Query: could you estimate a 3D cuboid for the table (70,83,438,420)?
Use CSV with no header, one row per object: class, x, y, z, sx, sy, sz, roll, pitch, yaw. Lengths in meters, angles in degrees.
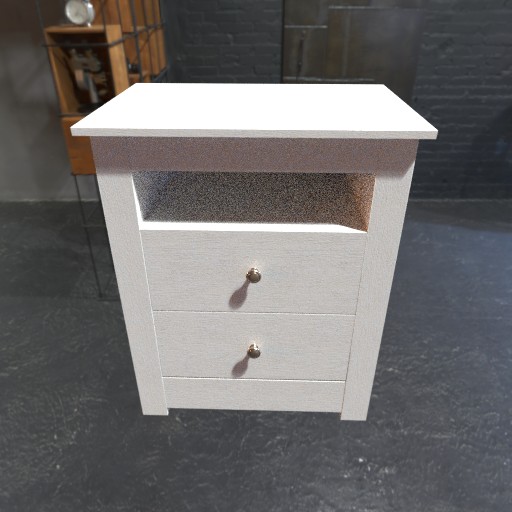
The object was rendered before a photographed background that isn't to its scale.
table,0.000,0.000,1.063,0.589,0.711,0.406,1,31,2
